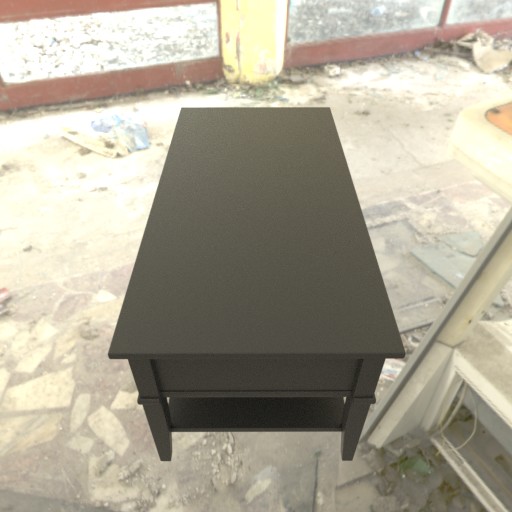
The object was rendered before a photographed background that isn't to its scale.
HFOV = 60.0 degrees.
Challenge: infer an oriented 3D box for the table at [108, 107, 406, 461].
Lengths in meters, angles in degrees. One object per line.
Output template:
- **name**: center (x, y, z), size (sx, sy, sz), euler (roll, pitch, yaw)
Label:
- **table**: center (0.000, 0.000, 1.321), size (0.523, 0.470, 1.044), euler (0, 42, 0)
